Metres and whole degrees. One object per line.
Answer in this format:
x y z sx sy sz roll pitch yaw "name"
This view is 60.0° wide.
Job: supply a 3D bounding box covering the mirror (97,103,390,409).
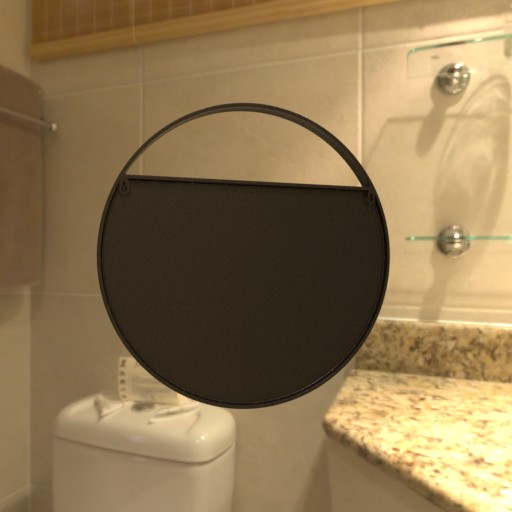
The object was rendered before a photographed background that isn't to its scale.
0.000 0.000 0.836 0.565 0.565 0.032 0 0 -17 "mirror"
